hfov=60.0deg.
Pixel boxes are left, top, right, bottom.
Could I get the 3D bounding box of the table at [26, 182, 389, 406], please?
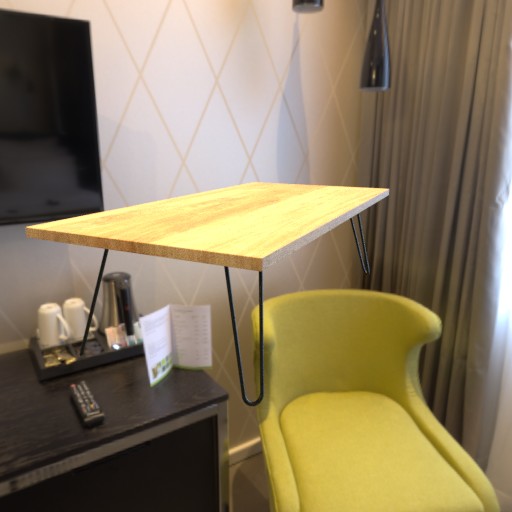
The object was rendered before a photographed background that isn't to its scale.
[{"bbox_3d":[0.000,0.000,1.661,0.699,0.400,1.348,7,17,26],"label":"table"}]
